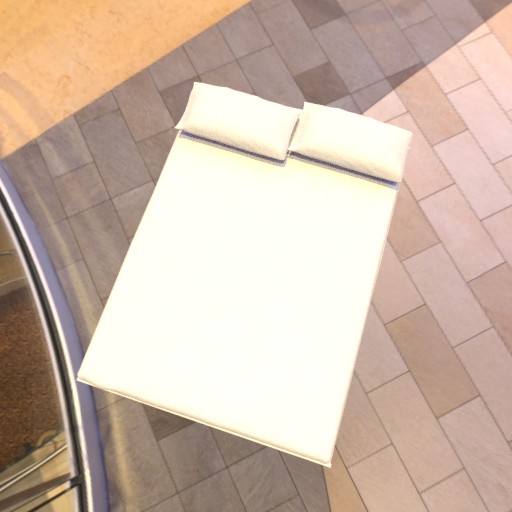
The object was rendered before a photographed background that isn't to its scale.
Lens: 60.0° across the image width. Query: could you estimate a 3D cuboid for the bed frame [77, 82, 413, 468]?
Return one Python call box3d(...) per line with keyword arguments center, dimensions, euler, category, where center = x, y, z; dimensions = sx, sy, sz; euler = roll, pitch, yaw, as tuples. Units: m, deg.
box3d(center=(0.000, 0.000, 2.623), dimensions=(1.450, 0.629, 1.950), euler=(17, 76, 5), category="bed frame")
